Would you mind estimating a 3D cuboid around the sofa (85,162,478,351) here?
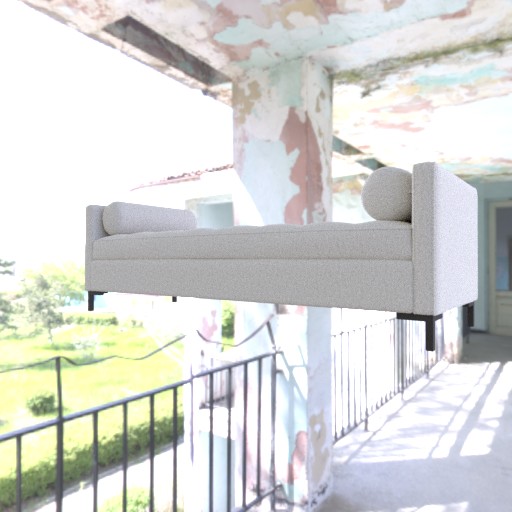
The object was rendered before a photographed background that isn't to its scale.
[{"bbox_3d":[0.000,0.000,2.307,1.985,0.641,0.746,0,-1,36],"label":"sofa"}]
